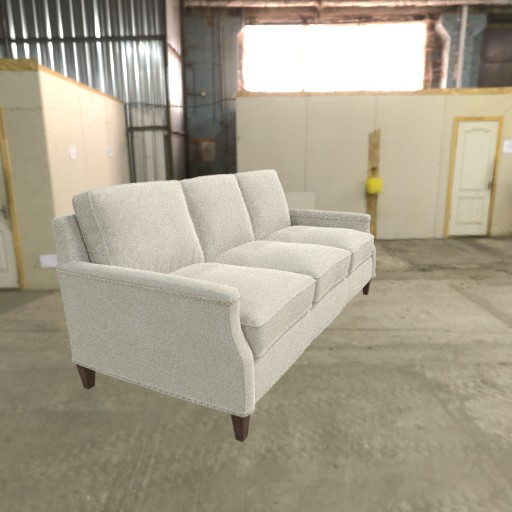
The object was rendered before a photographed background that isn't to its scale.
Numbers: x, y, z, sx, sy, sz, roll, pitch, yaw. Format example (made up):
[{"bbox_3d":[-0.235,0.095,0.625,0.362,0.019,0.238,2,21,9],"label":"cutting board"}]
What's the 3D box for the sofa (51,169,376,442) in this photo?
[{"bbox_3d":[0.000,0.000,2.849,1.084,1.003,2.246,7,16,27],"label":"sofa"}]
